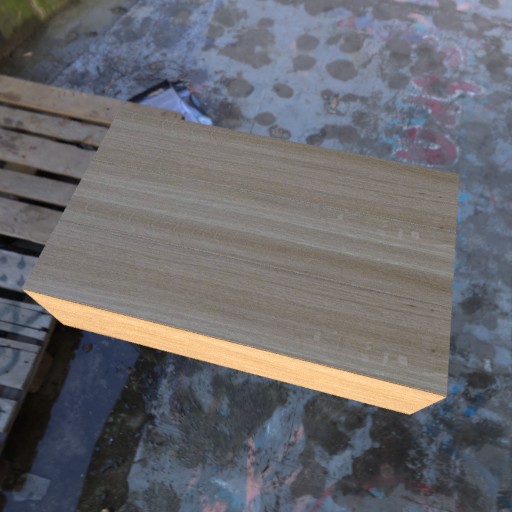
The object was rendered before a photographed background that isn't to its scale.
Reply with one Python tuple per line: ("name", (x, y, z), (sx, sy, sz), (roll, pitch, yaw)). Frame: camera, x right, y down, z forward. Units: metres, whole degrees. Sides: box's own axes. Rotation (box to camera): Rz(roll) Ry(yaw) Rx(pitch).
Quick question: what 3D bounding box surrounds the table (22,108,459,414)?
("table", (0.000, 0.000, 1.420), (1.110, 0.353, 0.678), (13, 63, 7))
